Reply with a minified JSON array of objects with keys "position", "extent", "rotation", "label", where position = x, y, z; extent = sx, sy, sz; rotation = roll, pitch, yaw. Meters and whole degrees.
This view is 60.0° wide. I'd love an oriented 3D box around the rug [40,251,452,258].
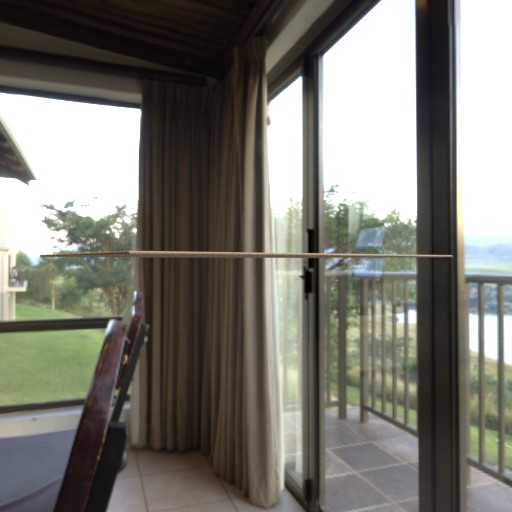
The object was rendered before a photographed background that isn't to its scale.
[{"position":[0.000,0.000,3.062],"extent":[2.441,0.014,1.531],"rotation":[0,-1,-38],"label":"rug"}]
